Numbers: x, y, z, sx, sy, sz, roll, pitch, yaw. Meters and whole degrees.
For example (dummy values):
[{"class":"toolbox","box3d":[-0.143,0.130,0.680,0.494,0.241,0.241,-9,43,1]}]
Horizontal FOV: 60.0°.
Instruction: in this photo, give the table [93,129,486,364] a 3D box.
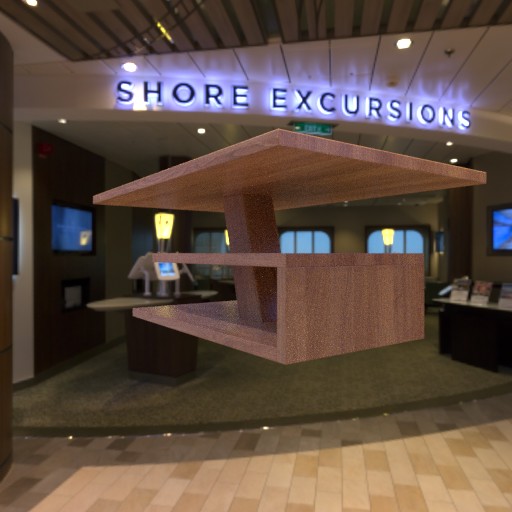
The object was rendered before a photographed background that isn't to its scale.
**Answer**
[{"class":"table","box3d":[0.000,0.000,1.407,0.700,0.442,1.100,0,0,-36]}]
